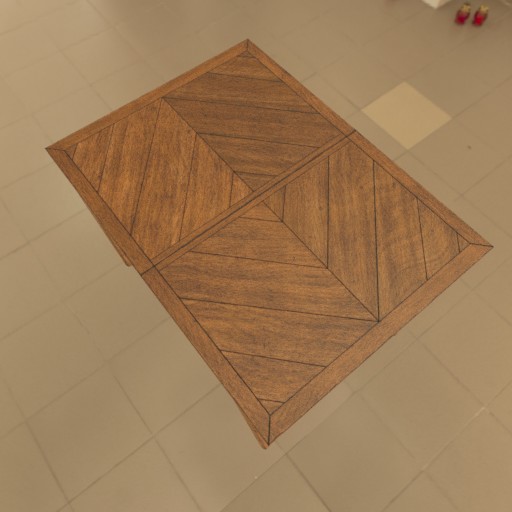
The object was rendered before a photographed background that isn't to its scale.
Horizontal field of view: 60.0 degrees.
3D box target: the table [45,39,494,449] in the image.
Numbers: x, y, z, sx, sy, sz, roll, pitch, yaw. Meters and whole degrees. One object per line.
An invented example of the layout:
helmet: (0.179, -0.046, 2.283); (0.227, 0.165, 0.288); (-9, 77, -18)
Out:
table: (0.000, 0.000, 1.560); (0.757, 0.760, 1.027); (-36, 69, -16)
